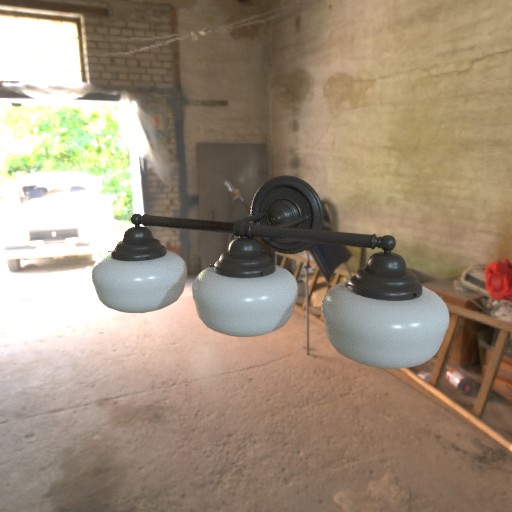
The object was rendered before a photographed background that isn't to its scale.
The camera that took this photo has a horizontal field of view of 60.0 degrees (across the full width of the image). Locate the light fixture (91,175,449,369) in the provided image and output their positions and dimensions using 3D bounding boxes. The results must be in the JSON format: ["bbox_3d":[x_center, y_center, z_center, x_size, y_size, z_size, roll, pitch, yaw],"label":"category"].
[{"bbox_3d":[0.000,0.000,0.711,0.587,0.242,0.239,7,16,26],"label":"light fixture"}]
